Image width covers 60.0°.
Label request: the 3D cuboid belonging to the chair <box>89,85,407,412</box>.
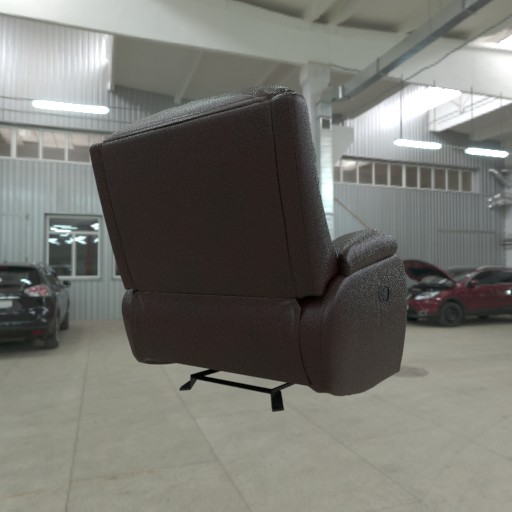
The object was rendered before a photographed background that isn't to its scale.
[{"bbox_3d":[0.000,0.000,1.713,0.930,1.011,0.899,-1,-2,35],"label":"chair"}]
